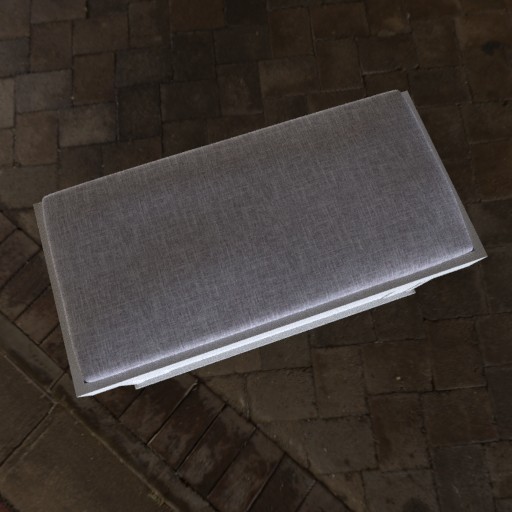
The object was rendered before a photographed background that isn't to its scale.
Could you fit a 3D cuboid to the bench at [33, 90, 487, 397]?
[{"bbox_3d":[0.000,0.000,0.984,0.734,0.461,0.362,-18,76,-5],"label":"bench"}]
